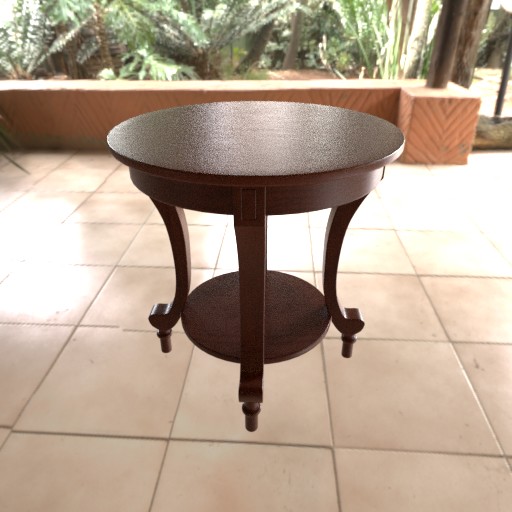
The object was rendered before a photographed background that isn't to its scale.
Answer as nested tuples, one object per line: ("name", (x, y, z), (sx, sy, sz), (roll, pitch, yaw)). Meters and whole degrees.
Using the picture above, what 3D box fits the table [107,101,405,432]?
("table", (0.000, 0.000, 1.073), (0.597, 0.612, 0.597), (0, 30, 0))
